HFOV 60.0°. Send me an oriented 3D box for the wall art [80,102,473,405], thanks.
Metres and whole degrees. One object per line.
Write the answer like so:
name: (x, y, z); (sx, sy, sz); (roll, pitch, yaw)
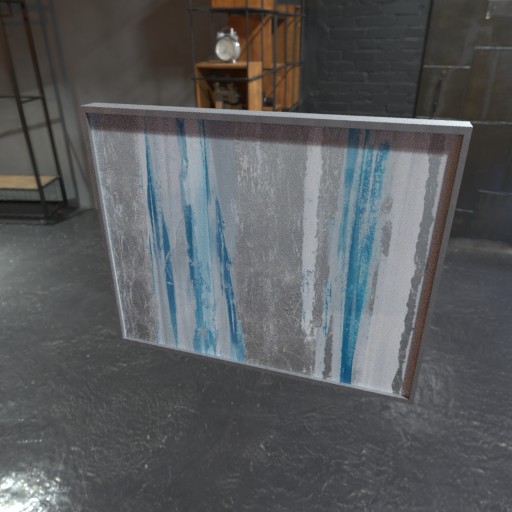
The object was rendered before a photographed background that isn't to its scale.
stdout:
wall art: (0.000, 0.000, 0.724); (0.557, 0.450, 0.037); (8, 28, 16)
